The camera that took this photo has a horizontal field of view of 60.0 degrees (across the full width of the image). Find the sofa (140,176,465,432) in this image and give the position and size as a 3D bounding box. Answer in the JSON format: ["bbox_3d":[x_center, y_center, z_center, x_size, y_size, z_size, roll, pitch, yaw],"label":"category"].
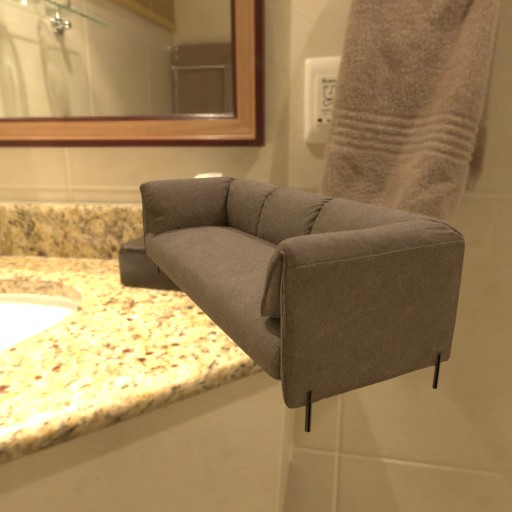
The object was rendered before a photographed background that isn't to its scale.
[{"bbox_3d":[0.000,0.000,2.672,0.899,0.758,2.238,-8,17,-26],"label":"sofa"}]
